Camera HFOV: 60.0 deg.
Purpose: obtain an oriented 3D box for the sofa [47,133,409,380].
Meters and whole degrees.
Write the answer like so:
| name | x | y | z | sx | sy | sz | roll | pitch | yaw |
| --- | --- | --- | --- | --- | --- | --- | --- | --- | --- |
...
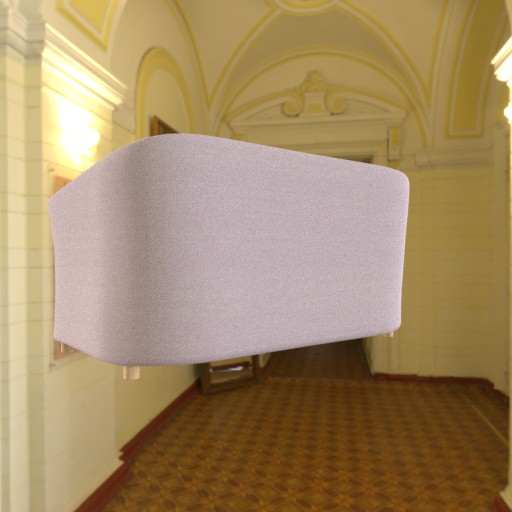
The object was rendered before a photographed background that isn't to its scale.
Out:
| name | x | y | z | sx | sy | sz | roll | pitch | yaw |
| --- | --- | --- | --- | --- | --- | --- | --- | --- | --- |
| sofa | 0.000 | 0.000 | 1.815 | 1.452 | 0.721 | 0.705 | 0 | 0 | -35 |
